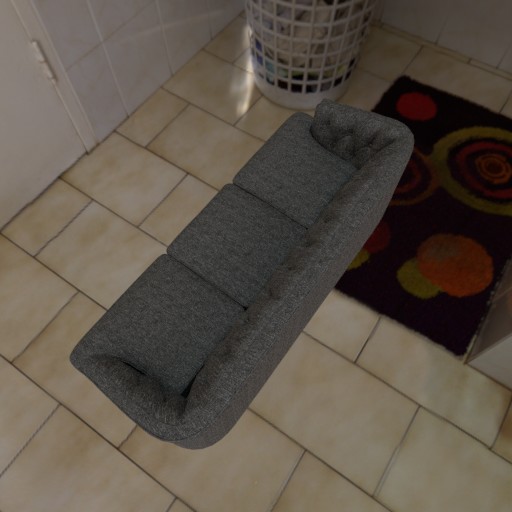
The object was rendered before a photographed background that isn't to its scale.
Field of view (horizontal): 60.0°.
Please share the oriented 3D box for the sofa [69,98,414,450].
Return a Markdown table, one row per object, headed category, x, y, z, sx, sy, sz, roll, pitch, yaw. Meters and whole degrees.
| category | x | y | z | sx | sy | sz | roll | pitch | yaw |
| --- | --- | --- | --- | --- | --- | --- | --- | --- | --- |
| sofa | 0.000 | 0.000 | 2.730 | 0.941 | 0.855 | 2.278 | 33 | 68 | 16 |
